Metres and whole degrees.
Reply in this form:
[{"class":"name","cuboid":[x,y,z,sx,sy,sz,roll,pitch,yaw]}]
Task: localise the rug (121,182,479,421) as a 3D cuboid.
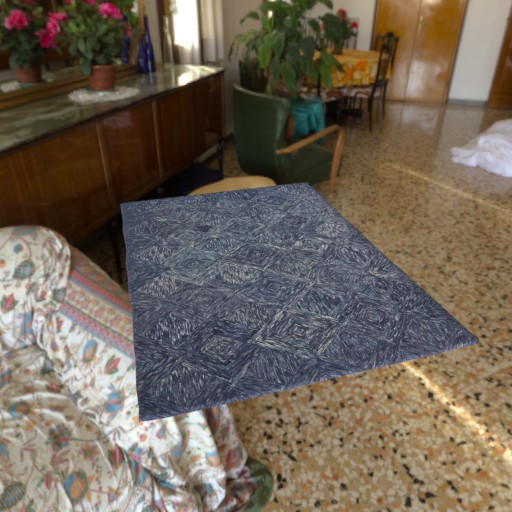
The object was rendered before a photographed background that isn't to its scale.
[{"class":"rug","cuboid":[0.000,0.000,4.186,2.385,0.024,3.245,-9,32,-14]}]
